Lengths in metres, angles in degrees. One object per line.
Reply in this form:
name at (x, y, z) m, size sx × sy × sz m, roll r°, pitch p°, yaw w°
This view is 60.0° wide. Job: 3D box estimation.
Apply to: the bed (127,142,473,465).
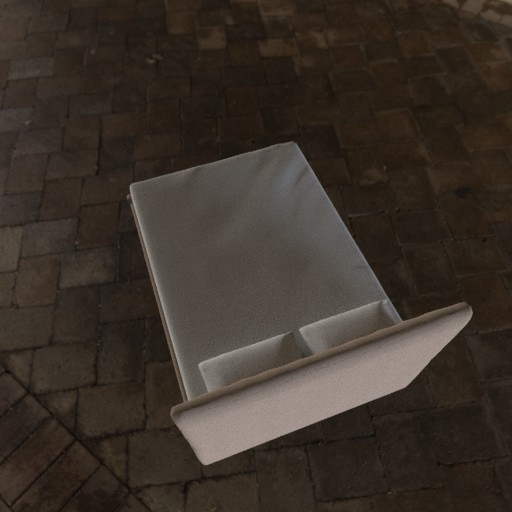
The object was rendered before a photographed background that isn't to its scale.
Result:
bed at (0.000, 0.000, 3.422) m, size 1.698 × 1.427 × 2.387 m, roll -17°, pitch 59°, yaw -10°
